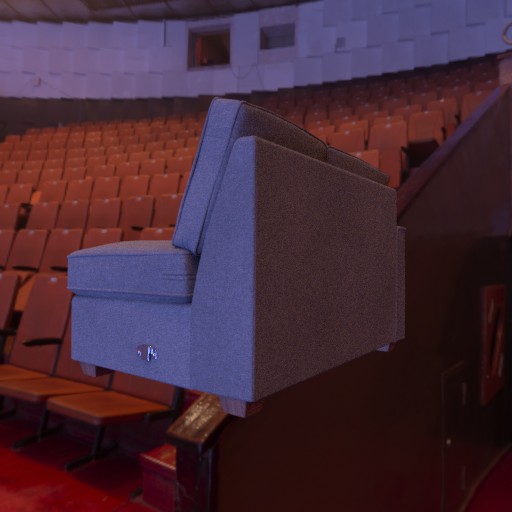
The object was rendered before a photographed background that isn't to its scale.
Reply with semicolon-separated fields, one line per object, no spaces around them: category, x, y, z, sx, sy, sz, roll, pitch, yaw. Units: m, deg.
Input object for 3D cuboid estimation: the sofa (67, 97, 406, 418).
sofa;0.000;0.000;2.097;0.991;0.989;1.388;-1;-1;36
